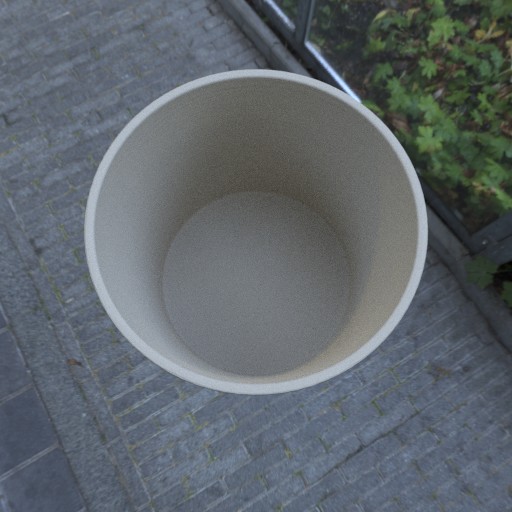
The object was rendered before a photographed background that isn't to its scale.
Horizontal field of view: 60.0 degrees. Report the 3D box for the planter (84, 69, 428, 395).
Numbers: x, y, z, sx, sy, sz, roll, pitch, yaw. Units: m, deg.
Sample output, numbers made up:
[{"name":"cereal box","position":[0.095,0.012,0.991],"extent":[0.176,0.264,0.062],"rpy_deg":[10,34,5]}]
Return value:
[{"name":"planter","position":[0.000,0.000,0.383],"extent":[0.221,0.201,0.221],"rpy_deg":[0,75,0]}]
